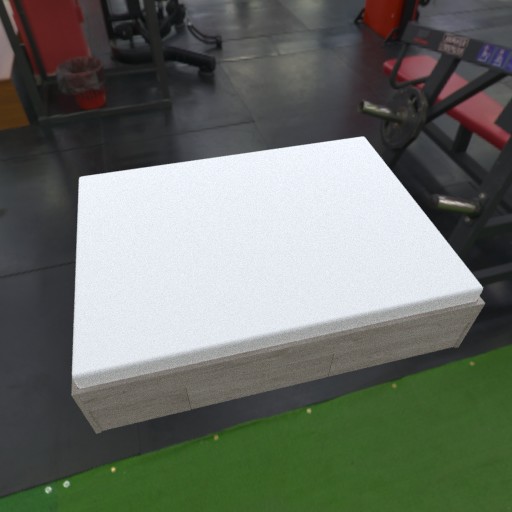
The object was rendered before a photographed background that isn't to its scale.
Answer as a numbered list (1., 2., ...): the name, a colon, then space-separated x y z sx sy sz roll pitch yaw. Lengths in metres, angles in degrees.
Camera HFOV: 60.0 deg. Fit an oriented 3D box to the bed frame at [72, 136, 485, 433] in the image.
1. bed frame: 0.000 0.000 2.593 1.944 0.490 1.448 -10 47 -10
